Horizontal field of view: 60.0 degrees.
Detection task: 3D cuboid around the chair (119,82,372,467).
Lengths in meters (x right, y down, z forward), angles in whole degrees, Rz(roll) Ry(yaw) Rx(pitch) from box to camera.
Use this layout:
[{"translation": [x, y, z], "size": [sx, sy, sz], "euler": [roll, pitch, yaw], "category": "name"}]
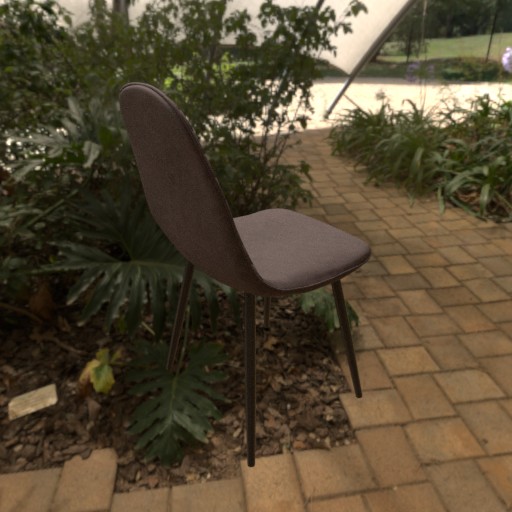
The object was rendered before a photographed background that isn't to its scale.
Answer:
[{"translation": [0.000, 0.000, 1.184], "size": [0.561, 0.889, 0.472], "euler": [-18, 31, -33], "category": "chair"}]
